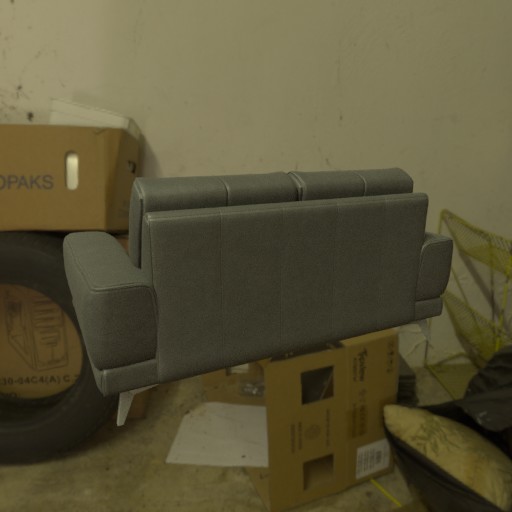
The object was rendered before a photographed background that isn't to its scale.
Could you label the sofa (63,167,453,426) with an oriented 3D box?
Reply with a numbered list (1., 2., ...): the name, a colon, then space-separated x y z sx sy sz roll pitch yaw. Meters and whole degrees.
1. sofa: 0.000 0.000 2.309 1.806 0.907 1.018 -7 17 -26
